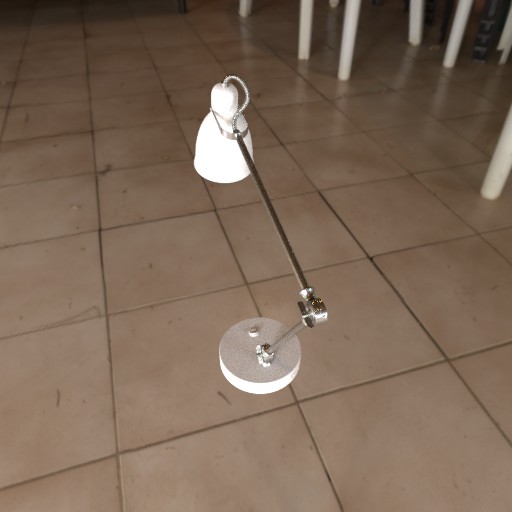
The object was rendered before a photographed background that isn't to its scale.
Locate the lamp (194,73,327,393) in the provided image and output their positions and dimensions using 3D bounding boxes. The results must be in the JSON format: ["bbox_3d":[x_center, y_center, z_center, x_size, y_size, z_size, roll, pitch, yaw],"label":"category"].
[{"bbox_3d":[0.000,0.000,0.865,0.187,0.587,0.561,-12,43,-14],"label":"lamp"}]
